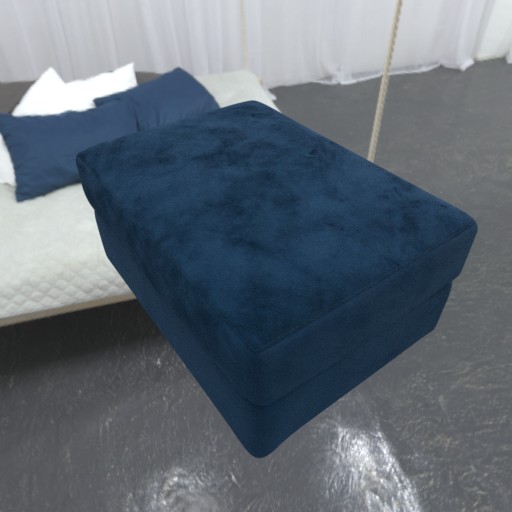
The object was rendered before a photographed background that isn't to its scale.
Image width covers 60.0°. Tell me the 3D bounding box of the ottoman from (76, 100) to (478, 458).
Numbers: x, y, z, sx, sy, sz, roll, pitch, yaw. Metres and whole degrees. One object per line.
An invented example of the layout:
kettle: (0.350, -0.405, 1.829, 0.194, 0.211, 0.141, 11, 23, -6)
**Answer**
ottoman: (0.000, 0.000, 1.100, 0.572, 0.503, 0.773, -26, 47, -26)
